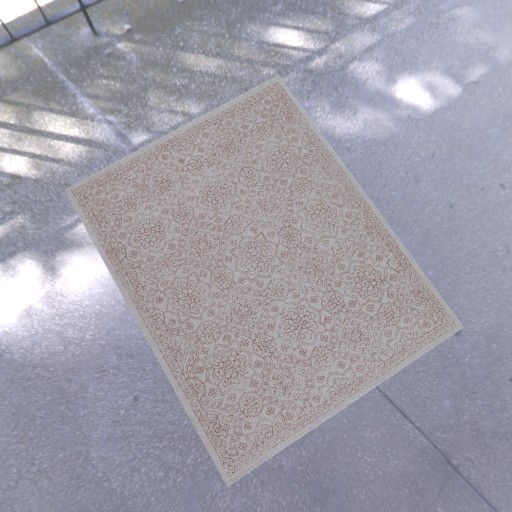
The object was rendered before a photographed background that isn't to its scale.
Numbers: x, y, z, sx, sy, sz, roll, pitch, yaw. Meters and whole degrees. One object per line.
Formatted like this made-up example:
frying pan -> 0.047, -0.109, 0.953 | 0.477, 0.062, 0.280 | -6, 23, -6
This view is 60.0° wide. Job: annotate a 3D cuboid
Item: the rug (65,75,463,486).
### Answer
rug -> 0.000, 0.000, 4.096 | 2.441, 0.015, 3.050 | -31, 77, -8
